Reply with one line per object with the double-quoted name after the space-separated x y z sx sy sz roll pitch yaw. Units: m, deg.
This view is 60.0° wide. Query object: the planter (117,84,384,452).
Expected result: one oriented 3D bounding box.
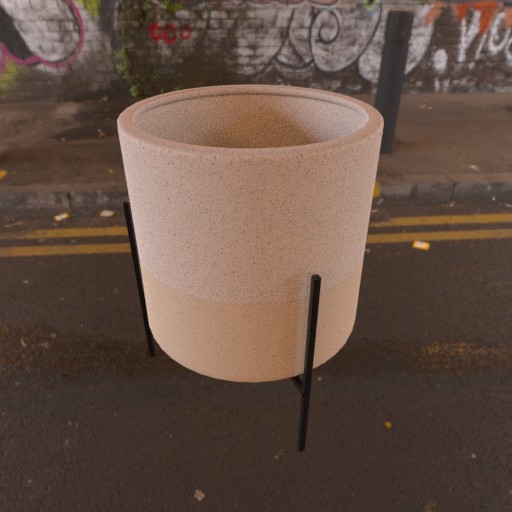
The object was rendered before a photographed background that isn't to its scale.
0.000 0.000 0.648 0.313 0.423 0.335 21 38 30 "planter"
